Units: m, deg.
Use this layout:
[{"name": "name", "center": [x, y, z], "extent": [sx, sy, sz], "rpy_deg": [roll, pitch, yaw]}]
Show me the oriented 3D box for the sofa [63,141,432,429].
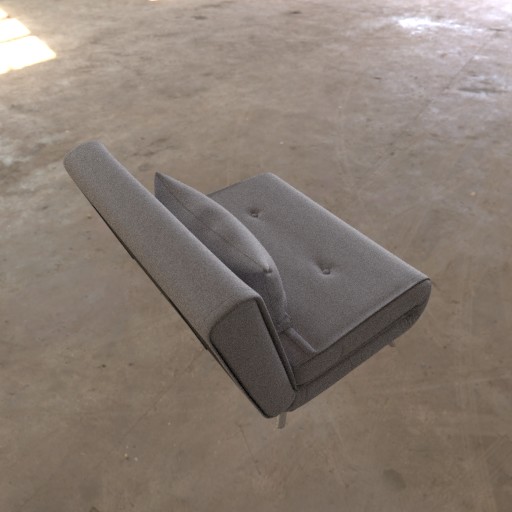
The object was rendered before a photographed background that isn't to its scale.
[{"name": "sofa", "center": [0.000, 0.000, 1.747], "extent": [1.000, 0.825, 1.020], "rpy_deg": [-26, 47, -27]}]
